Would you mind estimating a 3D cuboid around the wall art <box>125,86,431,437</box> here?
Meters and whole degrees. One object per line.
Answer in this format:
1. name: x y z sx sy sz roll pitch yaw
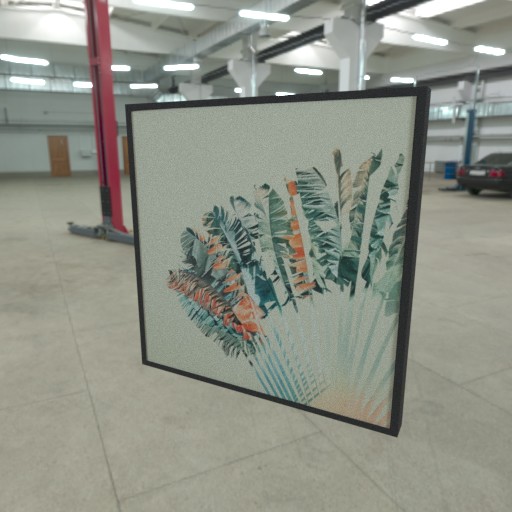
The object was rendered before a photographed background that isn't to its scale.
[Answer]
1. wall art: 0.000 0.000 0.750 0.509 0.507 0.037 7 15 27
